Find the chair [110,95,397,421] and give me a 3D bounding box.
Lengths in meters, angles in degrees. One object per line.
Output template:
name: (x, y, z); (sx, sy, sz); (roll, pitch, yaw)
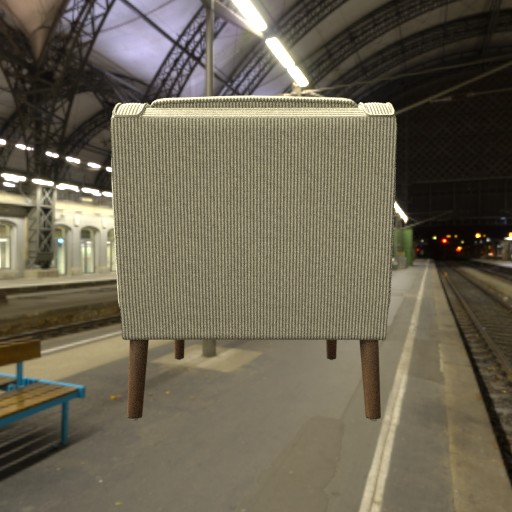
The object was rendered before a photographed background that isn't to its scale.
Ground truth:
chair: (0.000, 0.000, 1.364); (0.663, 0.792, 0.743); (0, 1, 0)
